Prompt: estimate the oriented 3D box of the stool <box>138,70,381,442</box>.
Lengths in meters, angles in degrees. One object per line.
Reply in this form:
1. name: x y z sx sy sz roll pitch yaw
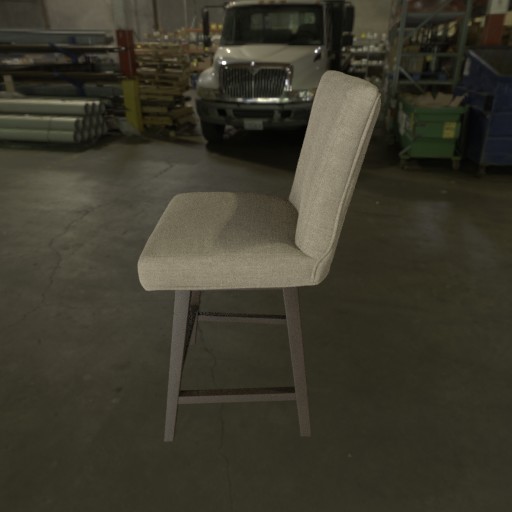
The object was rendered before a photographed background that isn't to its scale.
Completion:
1. stool: 0.000 0.000 1.323 0.574 1.000 0.514 0 26 1
